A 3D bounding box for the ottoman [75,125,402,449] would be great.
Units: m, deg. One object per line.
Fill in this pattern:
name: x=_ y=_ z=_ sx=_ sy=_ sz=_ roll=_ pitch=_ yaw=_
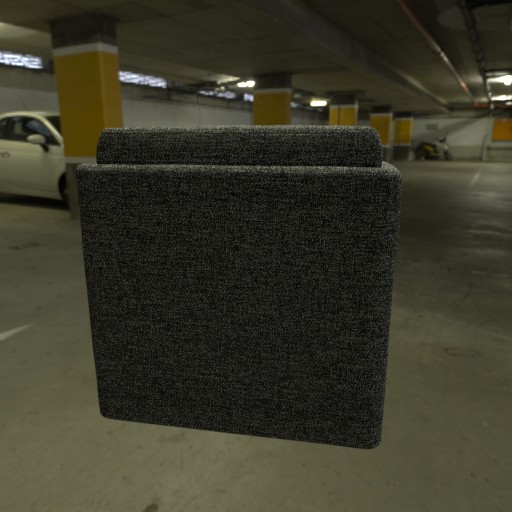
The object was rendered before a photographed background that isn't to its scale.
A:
ottoman: x=0.000 y=0.000 z=0.826 sx=0.450 sy=0.463 sz=0.450 roll=3 pitch=15 yaw=10
